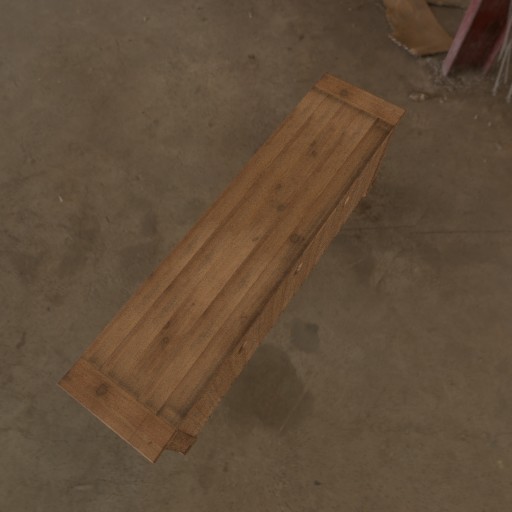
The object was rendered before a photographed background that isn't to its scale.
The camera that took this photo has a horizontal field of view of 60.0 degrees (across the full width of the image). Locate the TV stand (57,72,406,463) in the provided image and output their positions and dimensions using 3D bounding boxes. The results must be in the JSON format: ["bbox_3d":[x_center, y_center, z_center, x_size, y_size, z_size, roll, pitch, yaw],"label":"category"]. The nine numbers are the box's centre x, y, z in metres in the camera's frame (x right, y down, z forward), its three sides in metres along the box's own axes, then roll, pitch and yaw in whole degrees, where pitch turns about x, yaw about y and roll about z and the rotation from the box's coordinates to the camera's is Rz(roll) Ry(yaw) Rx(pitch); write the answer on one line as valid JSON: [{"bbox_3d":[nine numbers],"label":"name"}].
[{"bbox_3d":[0.000,0.000,2.045,0.453,0.573,1.804,32,68,14],"label":"TV stand"}]
